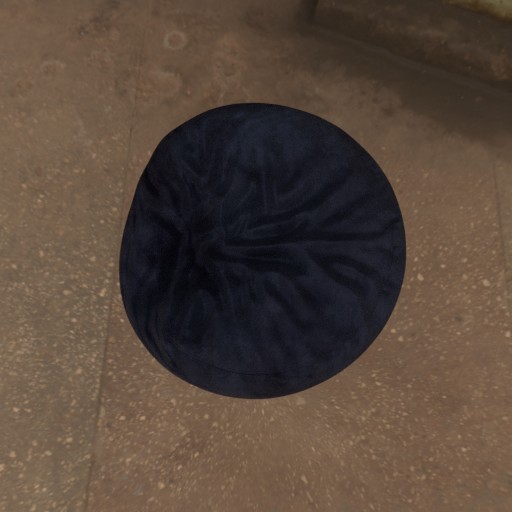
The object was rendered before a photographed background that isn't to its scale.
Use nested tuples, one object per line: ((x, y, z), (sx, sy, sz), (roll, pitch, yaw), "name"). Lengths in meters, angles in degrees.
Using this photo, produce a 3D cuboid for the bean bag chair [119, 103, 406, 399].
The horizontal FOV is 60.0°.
((0.000, 0.000, 1.497), (0.918, 0.616, 0.918), (0, 75, 0), "bean bag chair")
